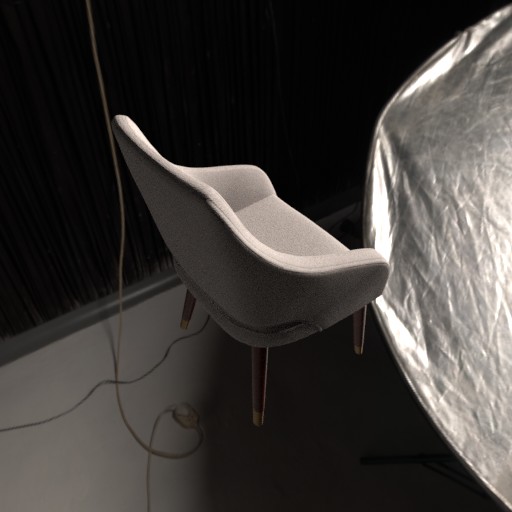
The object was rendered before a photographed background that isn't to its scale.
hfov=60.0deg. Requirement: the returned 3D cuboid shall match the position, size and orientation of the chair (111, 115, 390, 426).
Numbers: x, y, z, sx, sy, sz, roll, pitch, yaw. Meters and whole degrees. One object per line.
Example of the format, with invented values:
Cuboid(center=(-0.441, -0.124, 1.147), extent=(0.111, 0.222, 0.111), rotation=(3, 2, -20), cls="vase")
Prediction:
Cuboid(center=(0.000, 0.000, 1.325), extent=(0.600, 0.889, 0.609), rotation=(-26, 48, -26), cls="chair")
